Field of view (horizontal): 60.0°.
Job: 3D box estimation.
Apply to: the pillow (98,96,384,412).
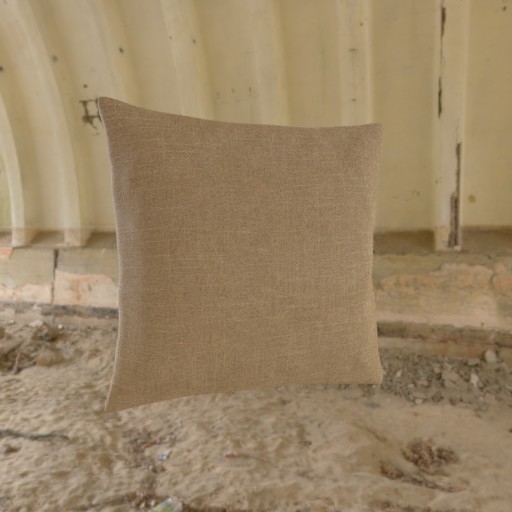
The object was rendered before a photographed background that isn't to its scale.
[{"bbox_3d":[0.000,0.000,0.785,0.523,0.506,0.166,0,2,-17],"label":"pillow"}]
